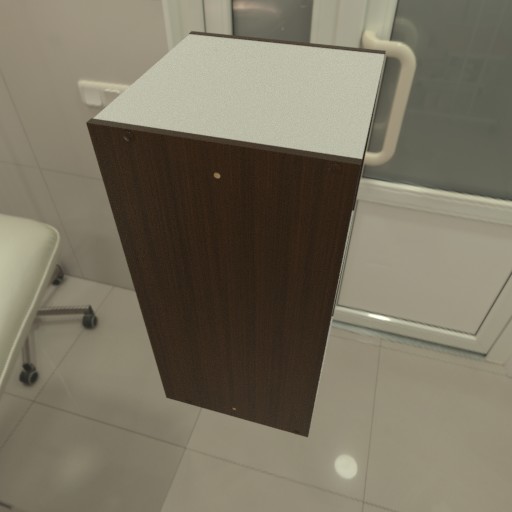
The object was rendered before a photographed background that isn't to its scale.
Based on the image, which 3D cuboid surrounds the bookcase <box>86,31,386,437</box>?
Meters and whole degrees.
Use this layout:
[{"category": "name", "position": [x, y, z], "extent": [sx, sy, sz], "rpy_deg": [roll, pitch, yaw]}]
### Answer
[{"category": "bookcase", "position": [0.000, 0.000, 0.754], "extent": [0.290, 0.600, 0.300], "rpy_deg": [11, 46, 11]}]
